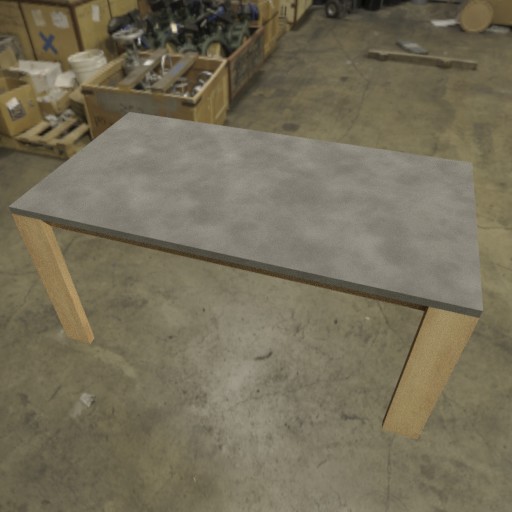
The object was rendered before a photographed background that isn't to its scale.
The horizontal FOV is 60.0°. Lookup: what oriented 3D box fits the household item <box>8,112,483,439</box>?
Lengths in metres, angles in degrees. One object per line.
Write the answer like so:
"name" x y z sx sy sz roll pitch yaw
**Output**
"household item" 0.000 0.000 1.965 1.600 0.755 0.850 12 43 13
